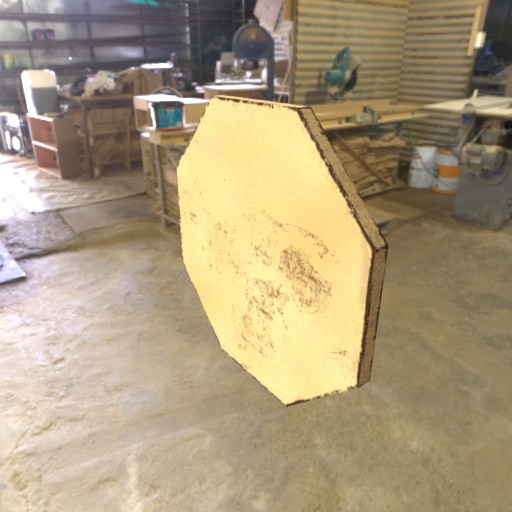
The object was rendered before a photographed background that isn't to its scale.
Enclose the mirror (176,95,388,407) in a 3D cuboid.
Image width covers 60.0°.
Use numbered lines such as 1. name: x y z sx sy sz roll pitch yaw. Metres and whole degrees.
1. mirror: 0.000 0.000 0.974 0.031 0.648 0.648 -18 30 -33
